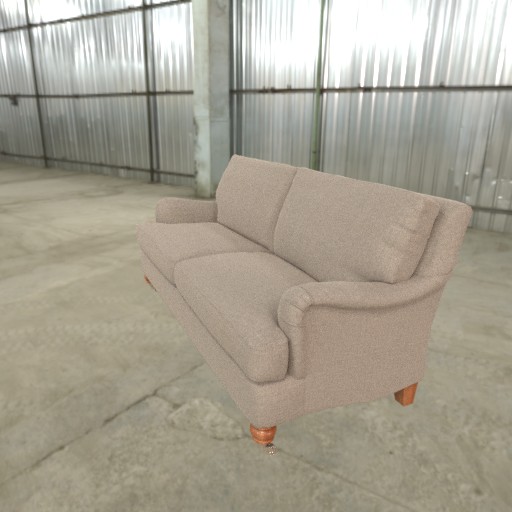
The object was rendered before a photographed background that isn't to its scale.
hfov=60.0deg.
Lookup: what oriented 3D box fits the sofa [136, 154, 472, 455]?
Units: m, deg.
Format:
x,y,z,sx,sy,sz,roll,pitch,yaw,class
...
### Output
x,y,z,sx,sy,sz,roll,pitch,yaw,class
0.000,0.000,2.720,1.087,1.054,2.160,-9,20,-24,sofa
